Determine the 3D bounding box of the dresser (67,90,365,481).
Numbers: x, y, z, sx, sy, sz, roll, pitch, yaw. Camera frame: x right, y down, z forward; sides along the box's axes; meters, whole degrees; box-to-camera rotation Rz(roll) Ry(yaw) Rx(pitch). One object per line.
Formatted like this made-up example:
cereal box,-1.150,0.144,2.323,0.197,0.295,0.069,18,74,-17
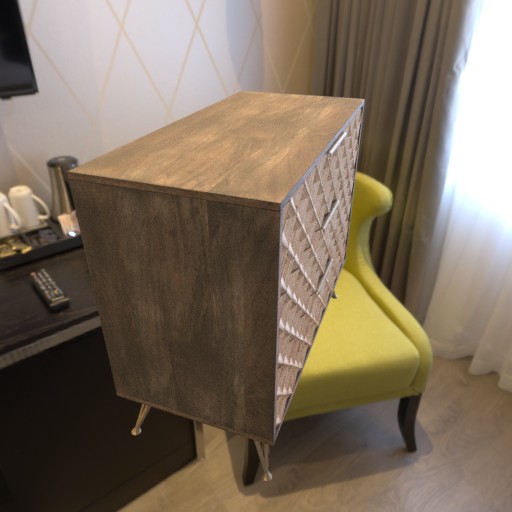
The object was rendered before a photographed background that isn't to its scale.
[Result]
dresser,0.000,0.000,1.383,0.453,0.801,0.923,11,32,18
